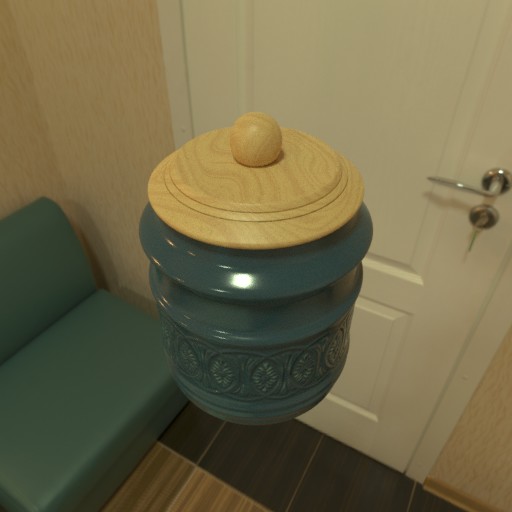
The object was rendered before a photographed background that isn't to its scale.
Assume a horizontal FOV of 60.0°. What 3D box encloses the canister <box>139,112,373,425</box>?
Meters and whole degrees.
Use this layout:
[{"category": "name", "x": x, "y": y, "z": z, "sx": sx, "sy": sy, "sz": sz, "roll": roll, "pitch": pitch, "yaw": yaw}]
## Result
[{"category": "canister", "x": 0.000, "y": 0.000, "z": 0.269, "sx": 0.130, "sy": 0.176, "sz": 0.130, "roll": 0, "pitch": 40, "yaw": 0}]
